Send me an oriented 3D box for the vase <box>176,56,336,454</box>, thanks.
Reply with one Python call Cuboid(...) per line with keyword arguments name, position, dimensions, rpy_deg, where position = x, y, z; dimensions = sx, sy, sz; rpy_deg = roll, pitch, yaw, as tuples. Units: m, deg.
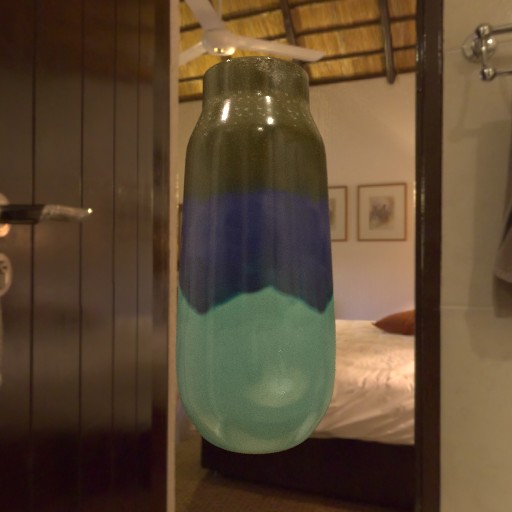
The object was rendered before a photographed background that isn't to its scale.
Cuboid(name="vase", position=(0.000, 0.000, 0.389), dimensions=(0.139, 0.313, 0.139), rpy_deg=(0, 0, 0))
